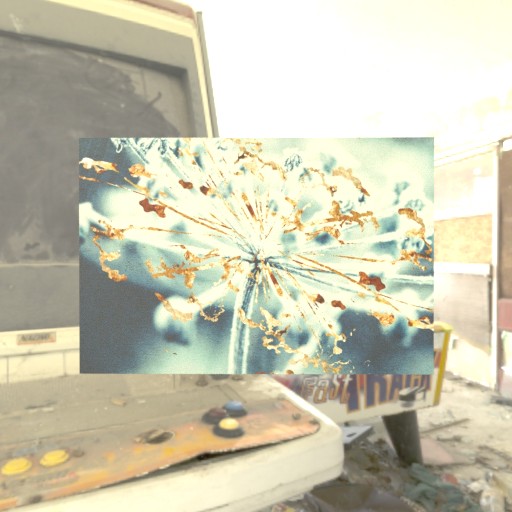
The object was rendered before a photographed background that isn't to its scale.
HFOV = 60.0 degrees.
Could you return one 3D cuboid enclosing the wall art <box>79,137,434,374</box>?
[{"bbox_3d":[0.000,0.000,1.440,1.138,0.759,0.035,0,0,1],"label":"wall art"}]
